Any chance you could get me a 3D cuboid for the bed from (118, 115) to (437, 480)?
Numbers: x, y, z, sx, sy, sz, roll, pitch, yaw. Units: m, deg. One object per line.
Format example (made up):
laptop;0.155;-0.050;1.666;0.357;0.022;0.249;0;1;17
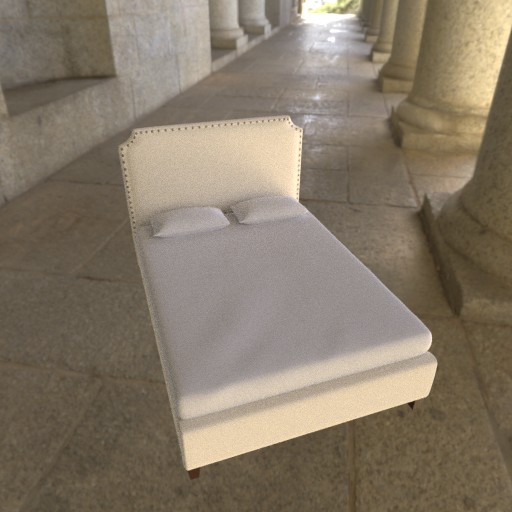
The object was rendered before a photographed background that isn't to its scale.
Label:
bed;0.000;0.000;3.421;1.712;1.497;2.372;-10;33;-16
